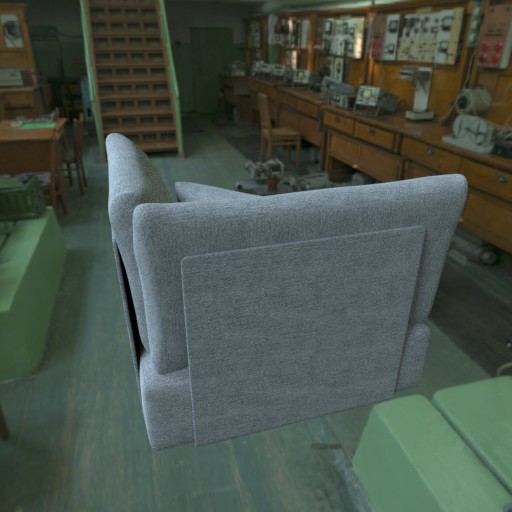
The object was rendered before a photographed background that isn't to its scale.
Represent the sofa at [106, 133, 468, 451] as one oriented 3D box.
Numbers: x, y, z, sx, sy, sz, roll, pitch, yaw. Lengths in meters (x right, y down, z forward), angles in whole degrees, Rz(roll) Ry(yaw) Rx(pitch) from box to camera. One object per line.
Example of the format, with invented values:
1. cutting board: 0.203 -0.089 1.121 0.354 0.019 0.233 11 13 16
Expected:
1. sofa: 0.000 0.000 1.708 1.000 0.820 1.000 -8 27 -15
